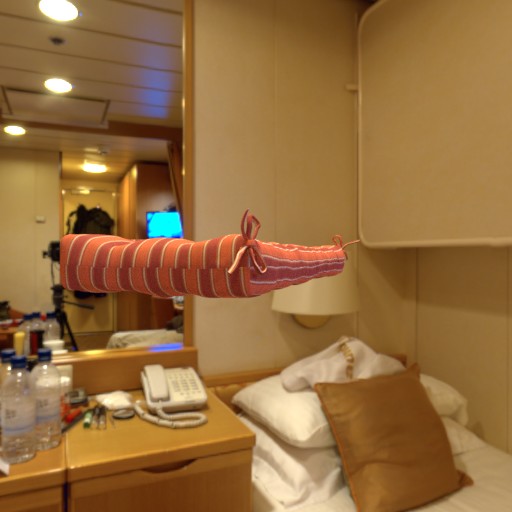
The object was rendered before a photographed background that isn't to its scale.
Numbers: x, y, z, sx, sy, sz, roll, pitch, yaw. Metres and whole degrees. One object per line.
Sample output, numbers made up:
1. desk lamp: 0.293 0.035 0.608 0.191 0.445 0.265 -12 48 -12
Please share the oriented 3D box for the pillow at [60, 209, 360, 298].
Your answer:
1. pillow: 0.000 0.000 1.360 0.511 0.174 1.194 0 0 19
